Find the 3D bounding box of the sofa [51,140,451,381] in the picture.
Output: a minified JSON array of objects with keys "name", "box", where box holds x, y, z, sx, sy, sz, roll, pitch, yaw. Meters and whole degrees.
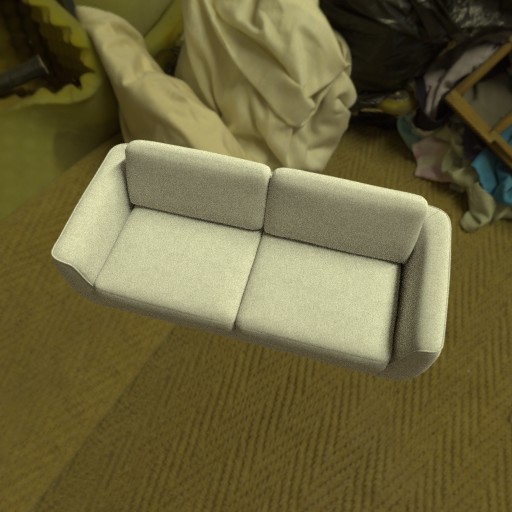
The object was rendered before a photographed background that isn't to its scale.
[{"name":"sofa","box":[0.000,0.000,2.494,2.000,0.850,0.920,13,59,8]}]
